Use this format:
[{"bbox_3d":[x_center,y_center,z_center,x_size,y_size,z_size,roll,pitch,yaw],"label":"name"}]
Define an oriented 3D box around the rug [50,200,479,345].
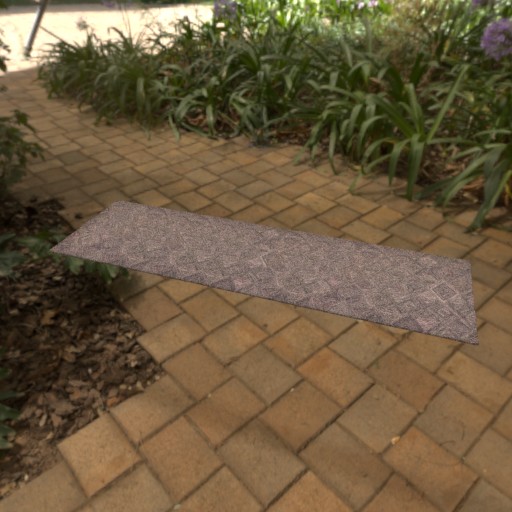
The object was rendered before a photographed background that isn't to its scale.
[{"bbox_3d":[0.000,0.000,2.515,2.296,0.011,0.691,11,35,16],"label":"rug"}]
